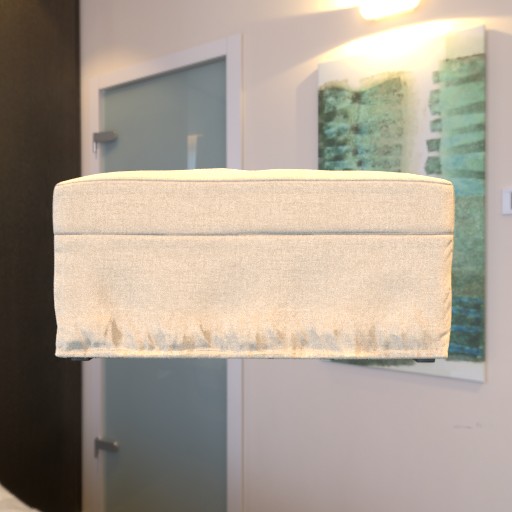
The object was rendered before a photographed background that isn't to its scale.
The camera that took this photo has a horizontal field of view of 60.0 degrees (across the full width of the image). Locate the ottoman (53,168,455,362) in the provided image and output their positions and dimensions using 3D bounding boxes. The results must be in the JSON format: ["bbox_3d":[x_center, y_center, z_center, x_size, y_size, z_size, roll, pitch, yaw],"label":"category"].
[{"bbox_3d":[0.000,0.000,1.307,0.843,0.436,0.840,0,1,1],"label":"ottoman"}]
